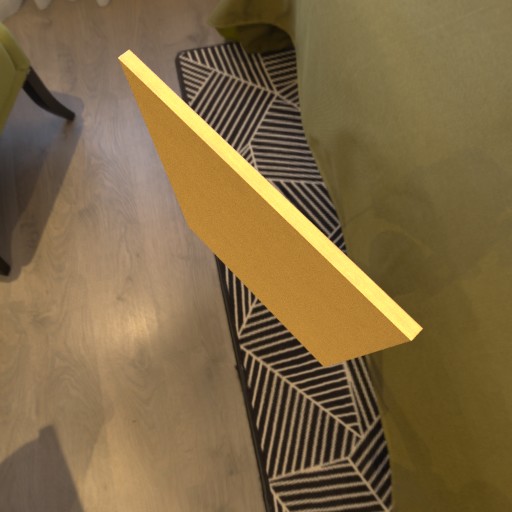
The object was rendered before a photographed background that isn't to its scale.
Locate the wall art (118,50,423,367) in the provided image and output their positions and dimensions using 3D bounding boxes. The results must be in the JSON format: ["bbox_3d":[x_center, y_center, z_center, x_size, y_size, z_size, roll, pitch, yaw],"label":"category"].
[{"bbox_3d":[0.000,0.000,1.319,0.030,1.002,0.798,-42,78,-11],"label":"wall art"}]
